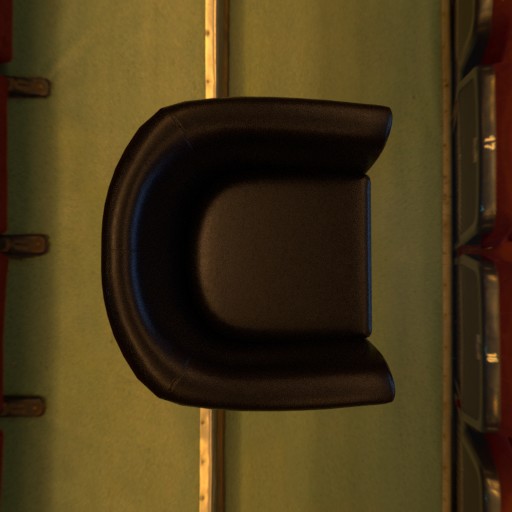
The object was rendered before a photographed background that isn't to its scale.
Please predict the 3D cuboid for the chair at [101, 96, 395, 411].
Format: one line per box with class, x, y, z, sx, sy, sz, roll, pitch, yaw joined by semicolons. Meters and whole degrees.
chair;0.000;0.000;1.382;0.727;0.756;0.793;0;88;0
